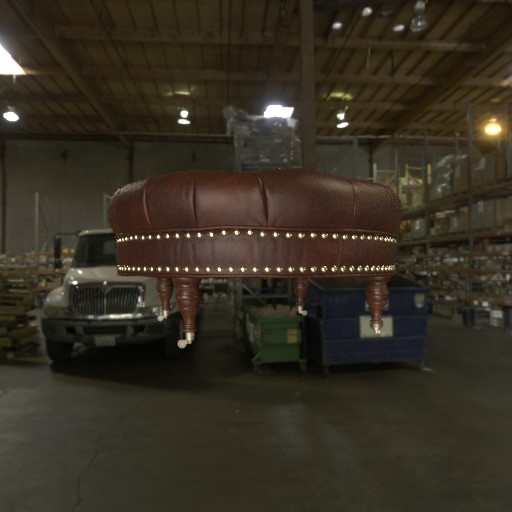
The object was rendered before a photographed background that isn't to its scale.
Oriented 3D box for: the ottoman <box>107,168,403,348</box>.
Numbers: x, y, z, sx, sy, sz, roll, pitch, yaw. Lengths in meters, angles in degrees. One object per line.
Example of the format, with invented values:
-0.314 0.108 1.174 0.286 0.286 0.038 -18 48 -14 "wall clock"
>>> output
0.000 0.000 1.414 0.901 0.455 0.901 0 -1 0 "ottoman"
